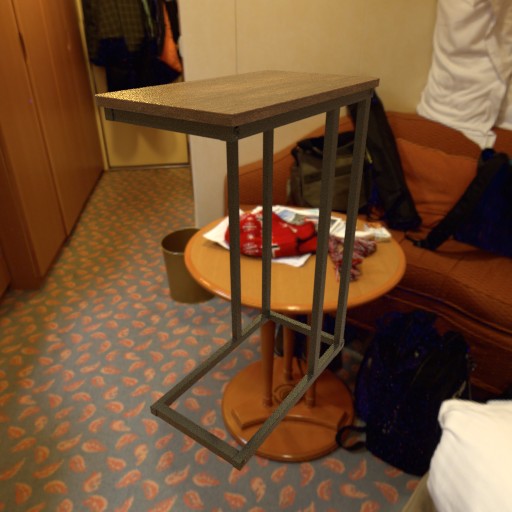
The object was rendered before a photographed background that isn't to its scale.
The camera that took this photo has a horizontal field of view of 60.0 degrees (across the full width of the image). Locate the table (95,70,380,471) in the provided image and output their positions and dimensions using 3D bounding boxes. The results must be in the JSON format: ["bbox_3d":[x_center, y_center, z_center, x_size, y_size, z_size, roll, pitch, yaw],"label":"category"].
[{"bbox_3d":[0.000,0.000,0.879,0.254,0.637,0.450,18,33,31],"label":"table"}]
